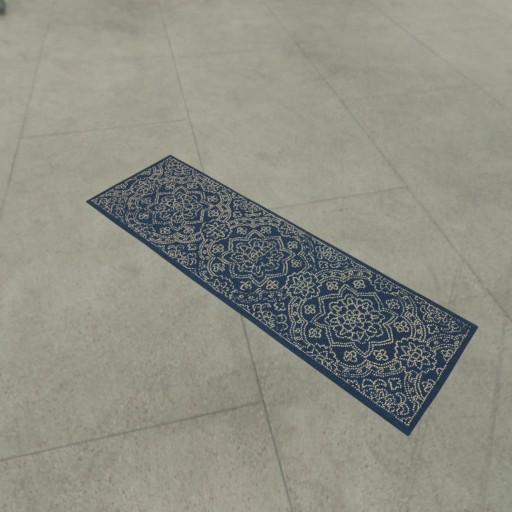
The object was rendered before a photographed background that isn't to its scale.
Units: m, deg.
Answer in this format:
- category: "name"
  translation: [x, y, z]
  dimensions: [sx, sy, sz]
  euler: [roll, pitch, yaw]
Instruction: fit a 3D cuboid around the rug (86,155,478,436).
- category: "rug"
  translation: [0.000, 0.000, 2.683]
  dimensions: [2.448, 0.012, 0.769]
  euler: [32, 54, 27]
